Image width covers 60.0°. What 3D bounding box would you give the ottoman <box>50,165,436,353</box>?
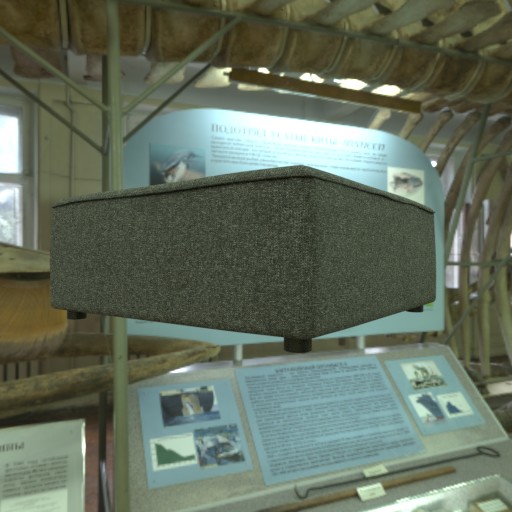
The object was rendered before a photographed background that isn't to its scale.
[{"bbox_3d":[0.000,0.000,1.591,1.021,0.423,1.017,0,0,37],"label":"ottoman"}]
